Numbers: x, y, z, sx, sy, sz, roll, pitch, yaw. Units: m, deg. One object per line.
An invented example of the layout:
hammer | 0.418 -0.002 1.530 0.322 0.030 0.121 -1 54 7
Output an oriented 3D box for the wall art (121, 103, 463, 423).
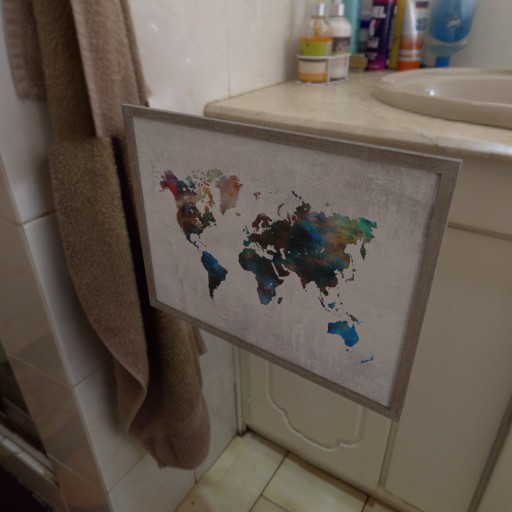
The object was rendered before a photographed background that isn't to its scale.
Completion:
wall art | 0.000 0.000 1.340 1.012 0.774 0.019 19 35 29
